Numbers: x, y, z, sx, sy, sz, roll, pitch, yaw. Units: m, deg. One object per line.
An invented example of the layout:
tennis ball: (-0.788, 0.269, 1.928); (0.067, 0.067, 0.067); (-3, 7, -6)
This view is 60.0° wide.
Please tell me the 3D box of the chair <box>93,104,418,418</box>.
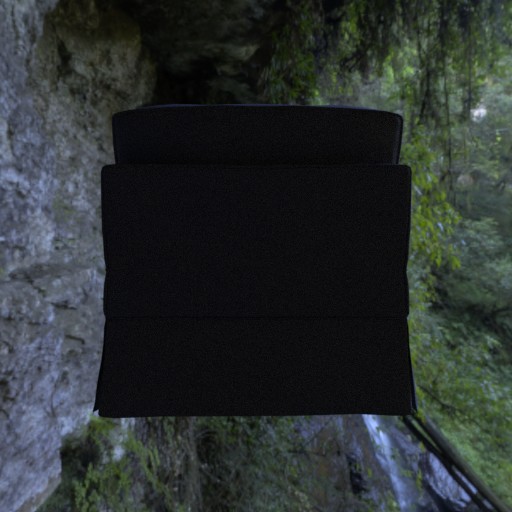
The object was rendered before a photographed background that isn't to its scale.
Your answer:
chair: (0.000, 0.000, 1.983); (1.119, 1.140, 1.002); (0, 0, 0)
